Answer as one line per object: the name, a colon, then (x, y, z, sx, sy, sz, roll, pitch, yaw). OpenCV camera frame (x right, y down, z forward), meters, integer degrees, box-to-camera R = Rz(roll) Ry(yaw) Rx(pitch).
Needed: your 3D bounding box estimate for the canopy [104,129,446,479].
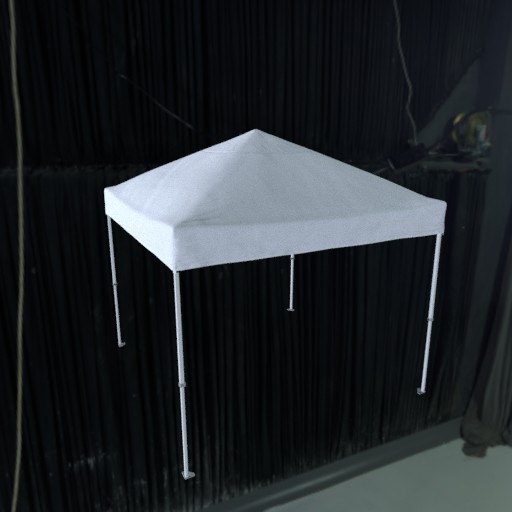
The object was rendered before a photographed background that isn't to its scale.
canopy: (0.000, 0.000, 5.445, 2.998, 2.997, 2.996, -8, 17, -27)
